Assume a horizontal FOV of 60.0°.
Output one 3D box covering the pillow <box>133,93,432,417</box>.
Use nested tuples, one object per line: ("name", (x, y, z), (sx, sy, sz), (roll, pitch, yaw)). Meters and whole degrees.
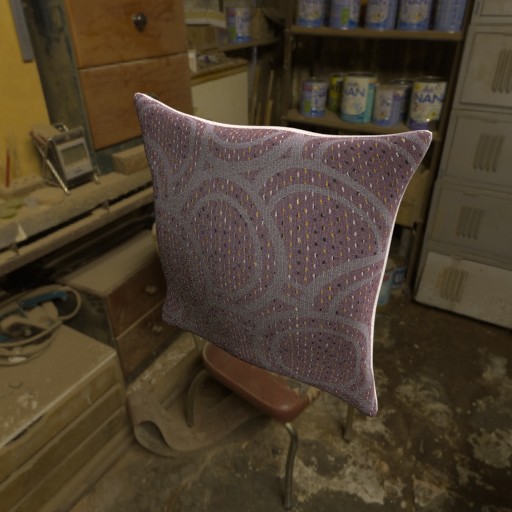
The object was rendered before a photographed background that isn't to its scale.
("pillow", (0.000, 0.000, 0.792), (0.514, 0.513, 0.163), (18, 35, 28))
